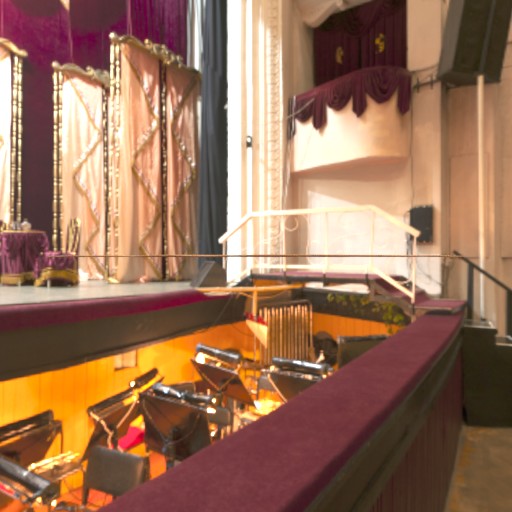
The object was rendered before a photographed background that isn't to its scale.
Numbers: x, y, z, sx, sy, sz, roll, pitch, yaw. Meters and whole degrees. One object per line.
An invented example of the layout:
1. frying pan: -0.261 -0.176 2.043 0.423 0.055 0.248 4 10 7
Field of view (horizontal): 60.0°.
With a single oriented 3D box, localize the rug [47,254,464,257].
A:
1. rug: 0.000 0.000 2.756 2.135 0.013 1.524 0 0 35
